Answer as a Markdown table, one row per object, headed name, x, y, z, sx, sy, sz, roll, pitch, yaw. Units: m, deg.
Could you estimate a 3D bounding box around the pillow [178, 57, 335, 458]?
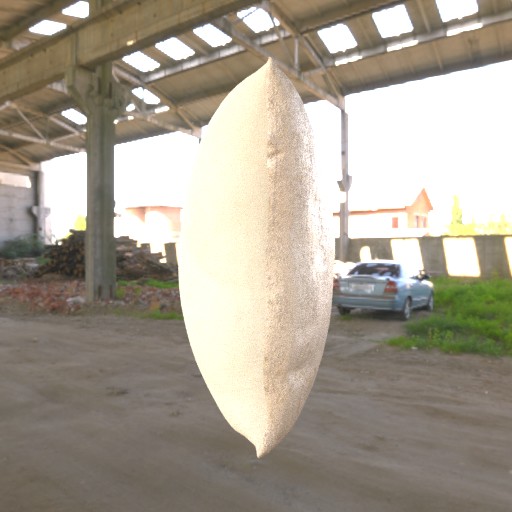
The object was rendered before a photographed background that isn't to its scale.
| name | x | y | z | sx | sy | sz | roll | pitch | yaw |
| --- | --- | --- | --- | --- | --- | --- | --- | --- | --- |
| pillow | 0.000 | 0.000 | 0.711 | 0.245 | 0.448 | 0.450 | 0 | 0 | 1 |
